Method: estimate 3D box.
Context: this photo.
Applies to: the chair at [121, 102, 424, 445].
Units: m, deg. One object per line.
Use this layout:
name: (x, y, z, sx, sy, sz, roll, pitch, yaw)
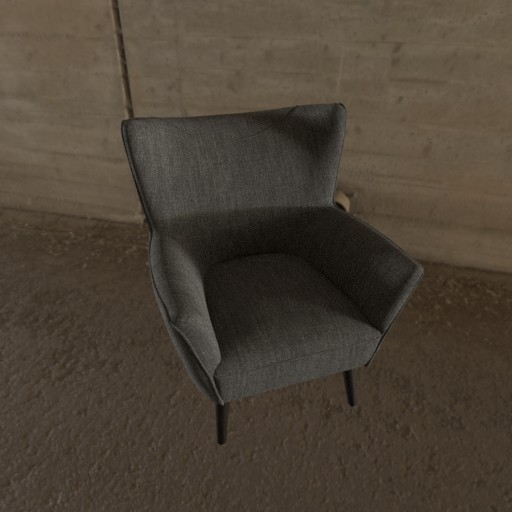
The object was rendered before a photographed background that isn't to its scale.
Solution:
chair: (0.000, 0.000, 1.585, 0.781, 0.933, 0.888, -10, 33, -16)
